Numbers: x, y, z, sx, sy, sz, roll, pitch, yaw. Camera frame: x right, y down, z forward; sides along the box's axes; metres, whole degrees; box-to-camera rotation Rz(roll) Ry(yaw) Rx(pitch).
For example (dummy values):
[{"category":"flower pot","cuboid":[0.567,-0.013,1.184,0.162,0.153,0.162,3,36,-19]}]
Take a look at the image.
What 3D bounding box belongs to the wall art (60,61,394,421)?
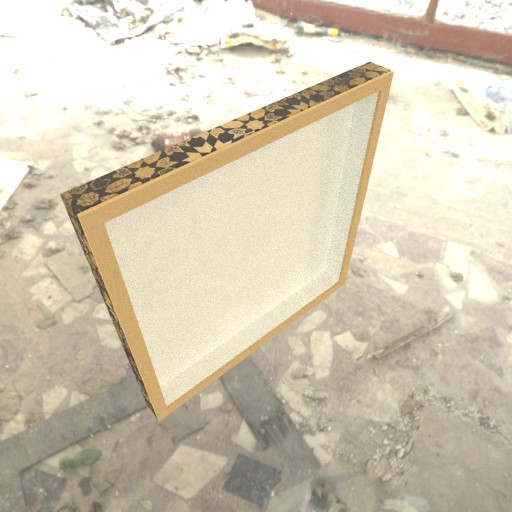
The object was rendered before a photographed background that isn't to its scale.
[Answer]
[{"category":"wall art","cuboid":[0.000,0.000,0.603,0.405,0.405,0.038,-32,55,-26]}]
